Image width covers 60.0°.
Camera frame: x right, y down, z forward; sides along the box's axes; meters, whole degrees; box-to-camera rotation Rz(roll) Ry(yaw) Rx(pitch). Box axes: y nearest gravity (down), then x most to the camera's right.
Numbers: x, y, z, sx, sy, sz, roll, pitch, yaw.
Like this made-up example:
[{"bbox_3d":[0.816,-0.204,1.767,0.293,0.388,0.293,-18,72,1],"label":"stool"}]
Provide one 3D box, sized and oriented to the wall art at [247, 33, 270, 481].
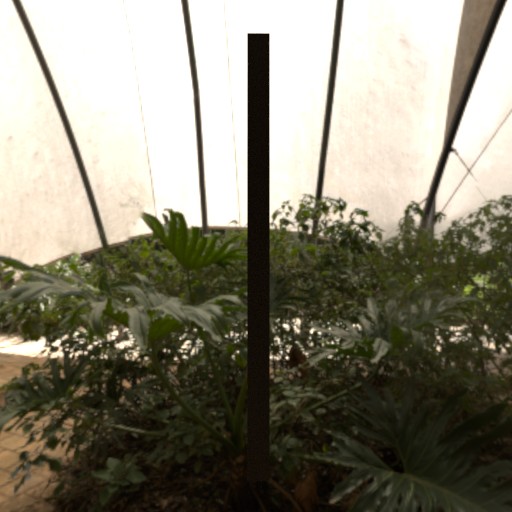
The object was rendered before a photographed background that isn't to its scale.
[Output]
[{"bbox_3d":[0.000,0.000,1.134,0.038,0.762,0.762,0,1,-1],"label":"wall art"}]
